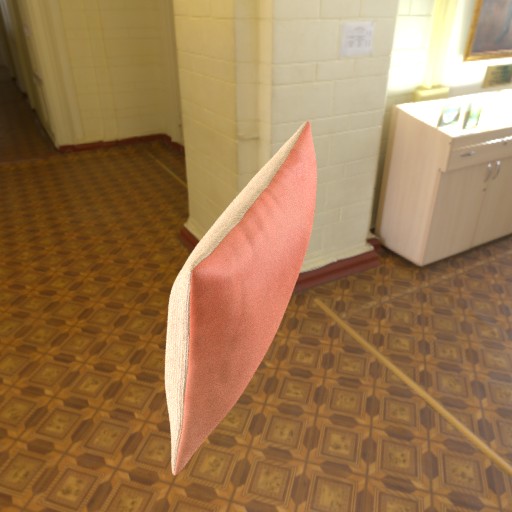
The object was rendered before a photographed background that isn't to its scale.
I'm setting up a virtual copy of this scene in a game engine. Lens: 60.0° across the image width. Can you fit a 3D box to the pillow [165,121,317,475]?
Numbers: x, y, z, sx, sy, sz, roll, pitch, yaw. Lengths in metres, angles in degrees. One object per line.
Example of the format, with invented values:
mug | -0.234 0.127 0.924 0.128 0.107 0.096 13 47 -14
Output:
pillow | 0.000 0.000 0.727 0.155 0.307 0.608 8 31 14
